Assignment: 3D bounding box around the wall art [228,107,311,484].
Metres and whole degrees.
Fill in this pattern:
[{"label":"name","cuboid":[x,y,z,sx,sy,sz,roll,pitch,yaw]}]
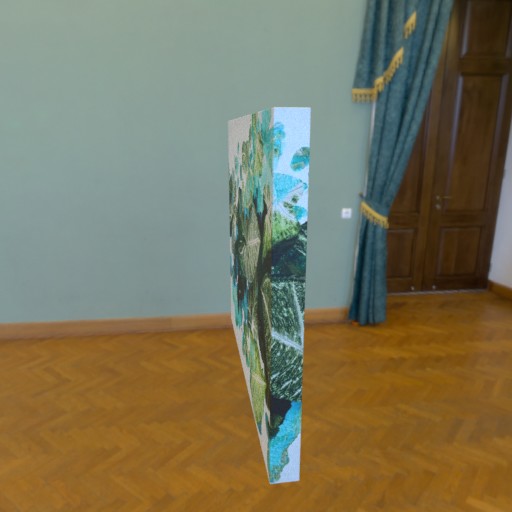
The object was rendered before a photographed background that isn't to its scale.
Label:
[{"label":"wall art","cuboid":[0.000,0.000,0.725,0.041,0.435,0.507,-2,16,-8]}]
